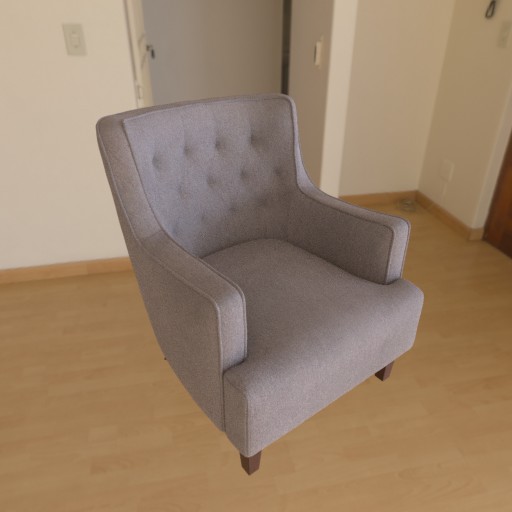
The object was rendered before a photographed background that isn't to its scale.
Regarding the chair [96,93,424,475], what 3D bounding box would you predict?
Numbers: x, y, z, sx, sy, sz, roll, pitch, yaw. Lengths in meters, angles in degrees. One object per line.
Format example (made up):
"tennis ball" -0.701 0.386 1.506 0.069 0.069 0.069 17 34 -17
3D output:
"chair" 0.000 0.000 1.531 0.781 0.919 0.910 -21 36 -32
